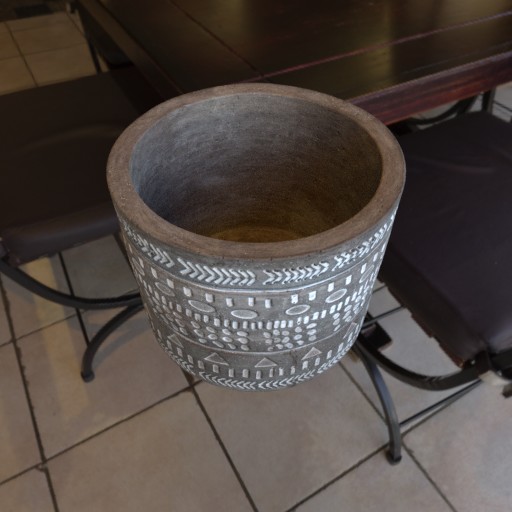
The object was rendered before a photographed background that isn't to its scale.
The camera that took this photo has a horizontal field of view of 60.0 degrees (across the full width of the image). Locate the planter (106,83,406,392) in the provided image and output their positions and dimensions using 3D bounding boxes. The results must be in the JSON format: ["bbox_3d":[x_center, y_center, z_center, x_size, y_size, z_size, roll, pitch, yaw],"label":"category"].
[{"bbox_3d":[0.000,0.000,0.267,0.142,0.149,0.142,0,47,0],"label":"planter"}]
